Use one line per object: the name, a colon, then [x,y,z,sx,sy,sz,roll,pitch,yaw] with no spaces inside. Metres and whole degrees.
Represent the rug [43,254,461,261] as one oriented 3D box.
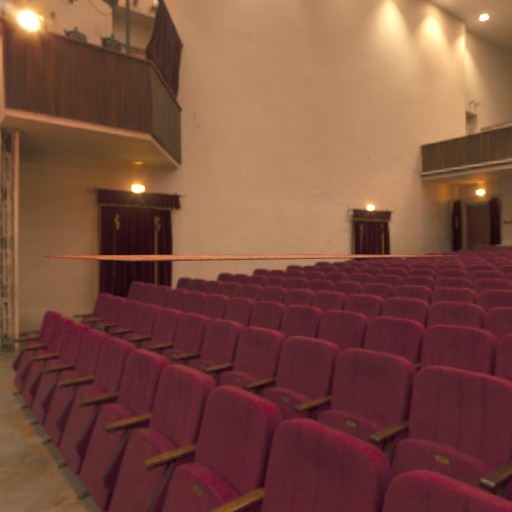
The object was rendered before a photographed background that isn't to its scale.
rug: [0.000,0.000,3.706,2.896,0.013,2.007,-1,1,-37]
